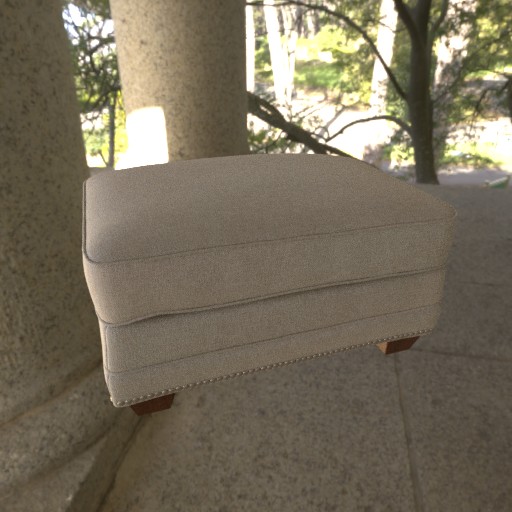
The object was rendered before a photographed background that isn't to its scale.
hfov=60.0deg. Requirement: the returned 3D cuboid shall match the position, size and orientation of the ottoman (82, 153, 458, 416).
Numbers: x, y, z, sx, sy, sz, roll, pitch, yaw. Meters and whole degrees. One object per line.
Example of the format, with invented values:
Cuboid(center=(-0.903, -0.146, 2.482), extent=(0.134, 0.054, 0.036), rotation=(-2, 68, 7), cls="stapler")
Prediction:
Cuboid(center=(0.000, 0.000, 1.161), extent=(0.813, 0.458, 0.559), rotation=(-9, 28, -17), cls="ottoman")
